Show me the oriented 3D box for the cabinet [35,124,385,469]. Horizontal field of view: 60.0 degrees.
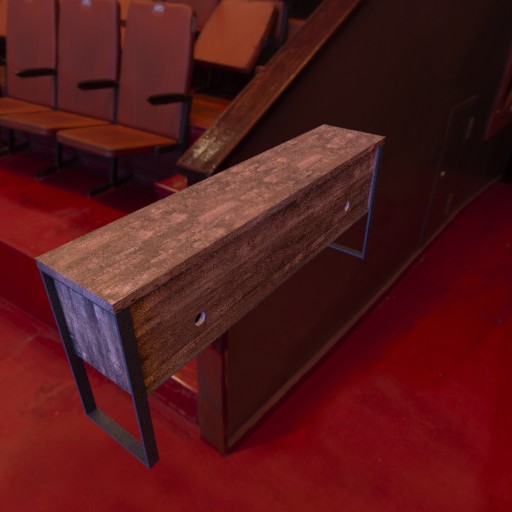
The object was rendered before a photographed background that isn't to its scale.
[{"bbox_3d":[0.000,0.000,2.097,0.395,0.762,1.800,22,39,31],"label":"cabinet"}]
